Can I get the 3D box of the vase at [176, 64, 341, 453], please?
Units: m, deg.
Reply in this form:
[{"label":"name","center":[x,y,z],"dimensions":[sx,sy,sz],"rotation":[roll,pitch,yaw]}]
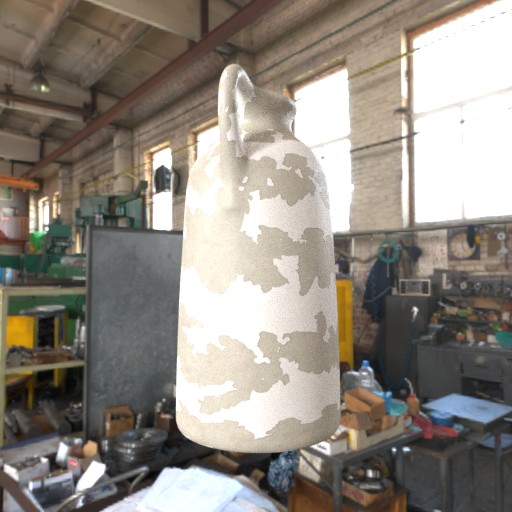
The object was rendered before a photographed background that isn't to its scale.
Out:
[{"label":"vase","center":[0.000,0.000,0.507],"dimensions":[0.186,0.382,0.203],"rotation":[-1,-2,17]}]
